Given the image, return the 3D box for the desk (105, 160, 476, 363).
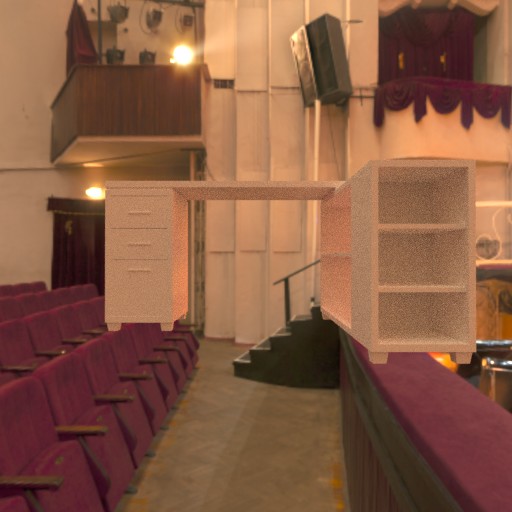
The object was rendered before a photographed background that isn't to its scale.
[{"bbox_3d":[0.000,0.000,2.135,1.524,0.759,1.199,0,0,0],"label":"desk"}]
